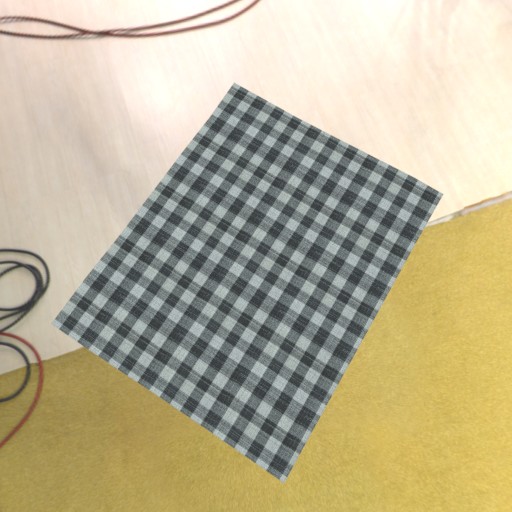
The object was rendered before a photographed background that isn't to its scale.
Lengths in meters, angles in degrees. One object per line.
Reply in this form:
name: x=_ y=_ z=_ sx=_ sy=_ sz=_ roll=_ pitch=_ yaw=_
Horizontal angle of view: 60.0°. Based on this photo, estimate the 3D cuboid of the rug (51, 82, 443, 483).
rug: x=0.000 y=0.000 z=4.142 sx=2.432 sy=0.013 sz=3.021 roll=31 pitch=76 yaw=9
